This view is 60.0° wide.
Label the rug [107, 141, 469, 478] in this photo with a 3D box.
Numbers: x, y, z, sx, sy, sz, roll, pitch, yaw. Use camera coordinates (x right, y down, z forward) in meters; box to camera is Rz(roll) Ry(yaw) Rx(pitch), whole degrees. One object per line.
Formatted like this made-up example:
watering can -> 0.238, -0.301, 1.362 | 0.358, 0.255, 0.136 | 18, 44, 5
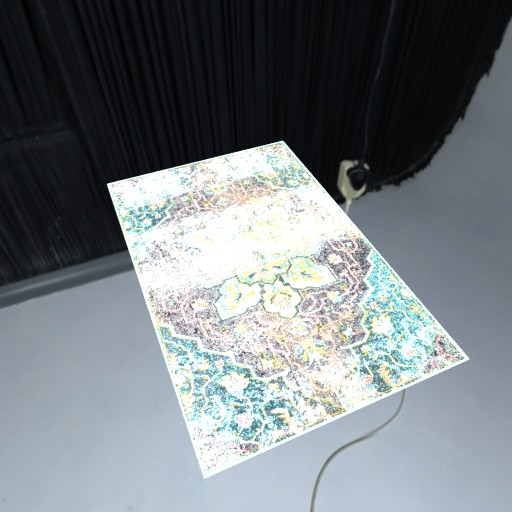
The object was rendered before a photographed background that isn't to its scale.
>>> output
rug -> 0.000, 0.000, 2.942 | 1.566, 0.004, 2.363 | -17, 49, -15
